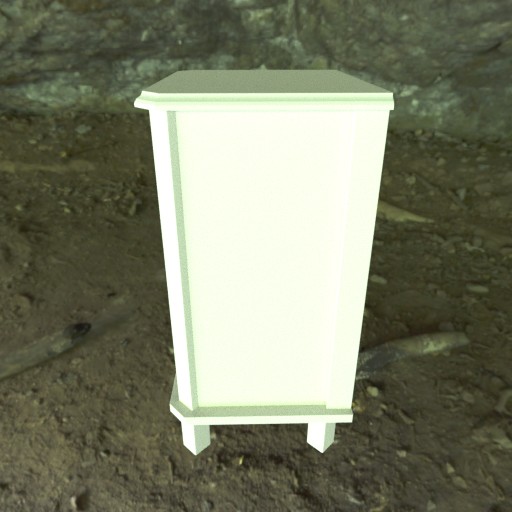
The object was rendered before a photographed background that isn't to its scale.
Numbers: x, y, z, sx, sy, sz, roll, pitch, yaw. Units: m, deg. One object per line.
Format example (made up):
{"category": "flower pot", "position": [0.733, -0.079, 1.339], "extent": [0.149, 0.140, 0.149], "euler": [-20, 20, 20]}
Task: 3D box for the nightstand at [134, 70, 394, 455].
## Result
{"category": "nightstand", "position": [0.000, 0.000, 0.913], "extent": [0.351, 0.681, 0.435], "euler": [-1, 27, -1]}
